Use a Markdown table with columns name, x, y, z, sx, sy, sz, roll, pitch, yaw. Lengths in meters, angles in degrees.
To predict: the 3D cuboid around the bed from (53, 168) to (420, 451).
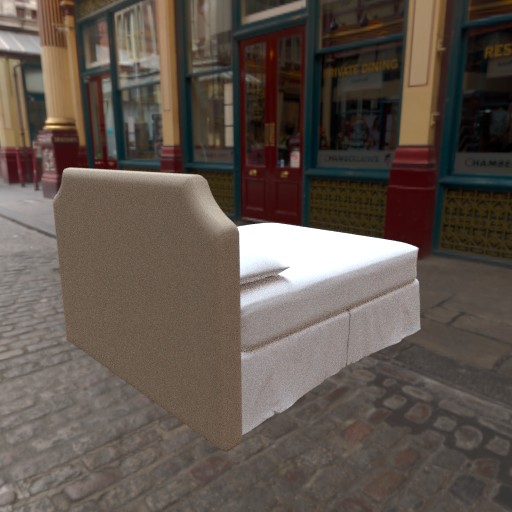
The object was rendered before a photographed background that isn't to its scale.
| name | x | y | z | sx | sy | sz | roll | pitch | yaw |
| --- | --- | --- | --- | --- | --- | --- | --- | --- | --- |
| bed | 0.000 | 0.000 | 3.287 | 2.204 | 1.301 | 1.828 | -13 | 18 | -43 |
